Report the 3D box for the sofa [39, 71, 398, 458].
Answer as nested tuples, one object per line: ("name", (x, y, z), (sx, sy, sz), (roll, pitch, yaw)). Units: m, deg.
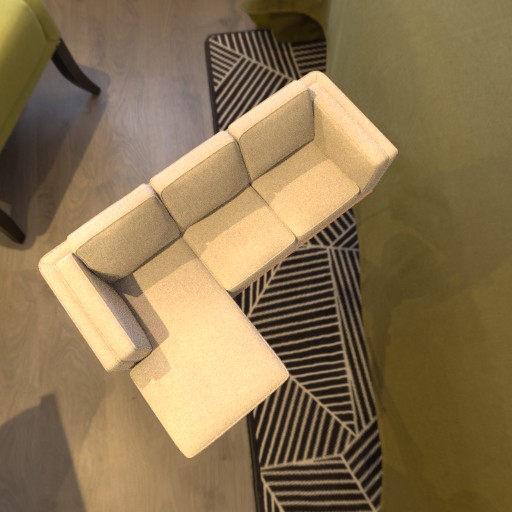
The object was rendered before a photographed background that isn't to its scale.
("sofa", (0.000, 0.000, 3.147), (2.411, 0.929, 1.604), (-37, 78, -9))
